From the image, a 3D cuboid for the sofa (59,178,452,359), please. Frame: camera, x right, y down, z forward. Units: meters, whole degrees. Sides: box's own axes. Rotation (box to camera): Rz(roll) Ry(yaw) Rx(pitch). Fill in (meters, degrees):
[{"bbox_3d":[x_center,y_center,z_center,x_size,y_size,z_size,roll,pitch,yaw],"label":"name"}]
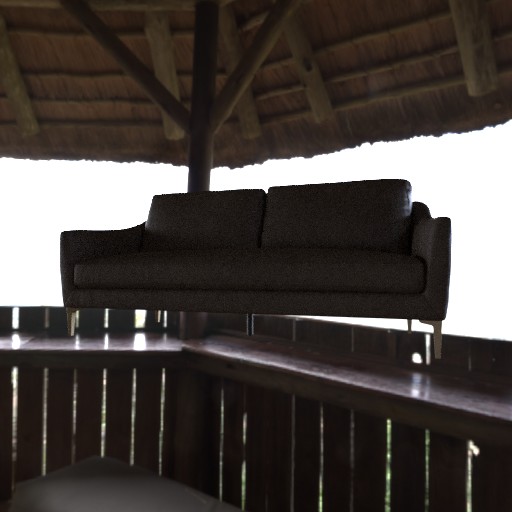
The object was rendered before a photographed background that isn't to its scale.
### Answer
[{"bbox_3d":[0.000,0.000,2.586,2.036,0.902,0.960,-1,-2,19],"label":"sofa"}]
